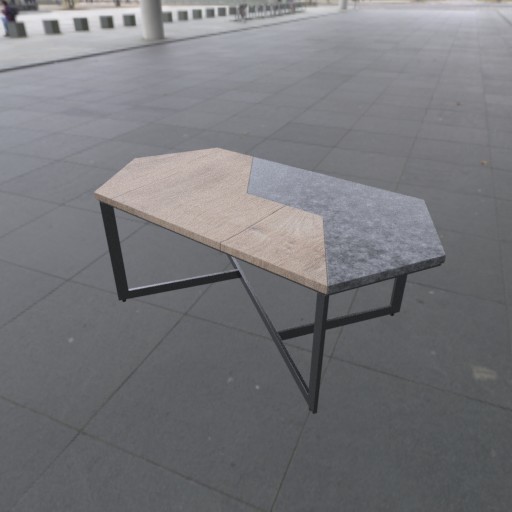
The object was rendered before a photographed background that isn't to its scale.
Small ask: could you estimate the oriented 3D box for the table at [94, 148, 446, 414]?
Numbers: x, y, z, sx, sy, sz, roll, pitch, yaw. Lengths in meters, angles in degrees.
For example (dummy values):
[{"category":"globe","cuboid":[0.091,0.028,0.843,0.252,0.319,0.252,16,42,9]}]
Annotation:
[{"category":"table","cuboid":[0.000,0.000,1.559,1.219,0.457,0.609,22,37,32]}]
